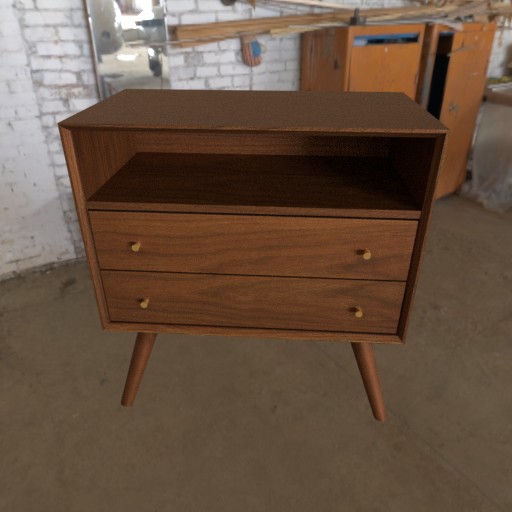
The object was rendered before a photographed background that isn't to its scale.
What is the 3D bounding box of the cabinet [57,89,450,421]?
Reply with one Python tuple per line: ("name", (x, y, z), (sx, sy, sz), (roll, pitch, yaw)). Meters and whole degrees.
("cabinet", (0.000, 0.000, 1.143), (0.712, 0.748, 0.388), (2, 30, 4))
